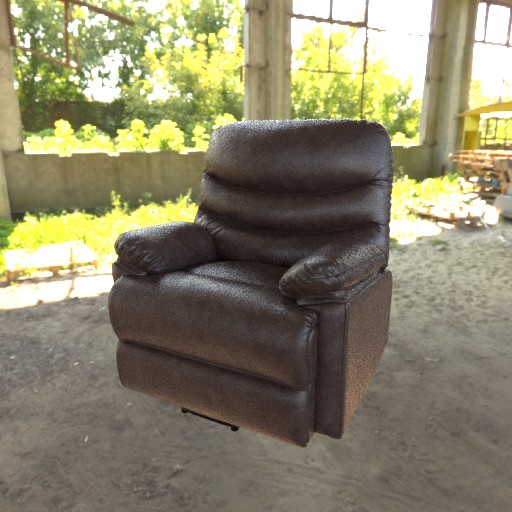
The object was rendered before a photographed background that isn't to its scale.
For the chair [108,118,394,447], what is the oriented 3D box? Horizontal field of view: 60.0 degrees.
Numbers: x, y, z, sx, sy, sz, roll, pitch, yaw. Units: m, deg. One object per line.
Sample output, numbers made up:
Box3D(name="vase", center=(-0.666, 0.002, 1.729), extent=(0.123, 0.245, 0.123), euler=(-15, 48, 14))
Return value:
Box3D(name="chair", center=(0.000, 0.000, 1.730), extent=(0.940, 1.041, 0.879), euler=(8, 17, 27))
